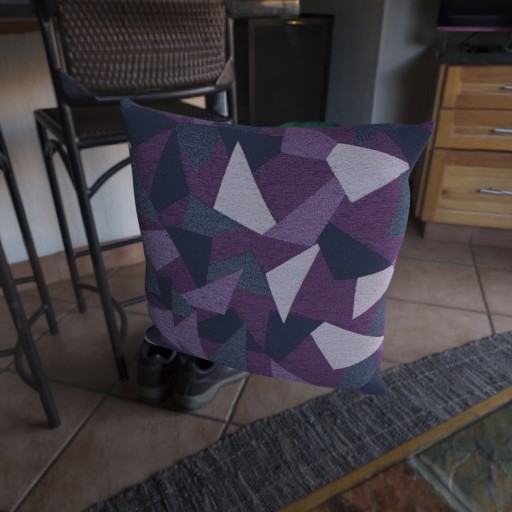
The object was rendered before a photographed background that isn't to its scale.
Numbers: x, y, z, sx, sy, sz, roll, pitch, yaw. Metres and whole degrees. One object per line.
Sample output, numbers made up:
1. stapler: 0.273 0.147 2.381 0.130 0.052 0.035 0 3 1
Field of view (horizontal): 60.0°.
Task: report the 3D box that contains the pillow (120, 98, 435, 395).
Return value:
1. pillow: 0.000 0.000 0.765 0.503 0.496 0.208 9 29 16
